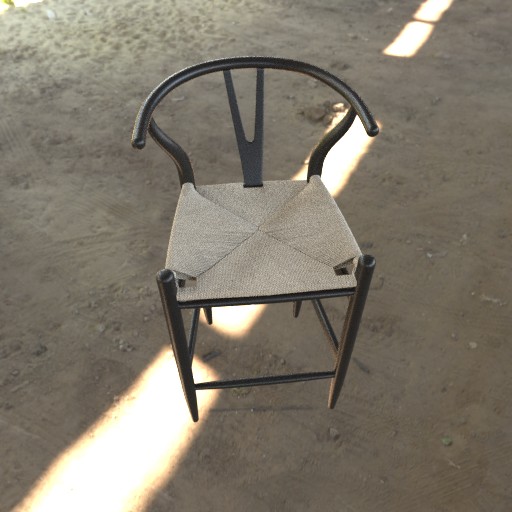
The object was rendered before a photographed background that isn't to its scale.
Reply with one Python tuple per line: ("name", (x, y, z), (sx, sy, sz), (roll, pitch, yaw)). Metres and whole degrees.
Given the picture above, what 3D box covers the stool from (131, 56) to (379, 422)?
("stool", (0.000, 0.000, 1.345), (0.569, 0.970, 0.579), (-4, 46, -4))
